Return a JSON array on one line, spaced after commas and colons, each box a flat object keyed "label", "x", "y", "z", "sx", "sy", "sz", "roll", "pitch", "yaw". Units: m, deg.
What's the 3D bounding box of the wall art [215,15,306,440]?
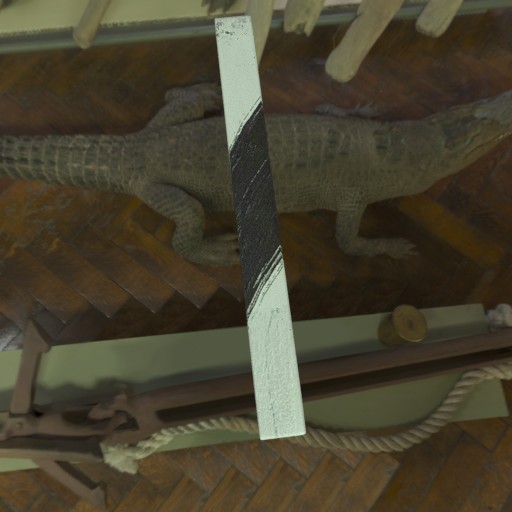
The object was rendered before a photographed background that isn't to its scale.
[{"label": "wall art", "x": 0.000, "y": 0.000, "z": 0.748, "sx": 0.050, "sy": 0.508, "sz": 0.507, "roll": -6, "pitch": 76, "yaw": -2}]
